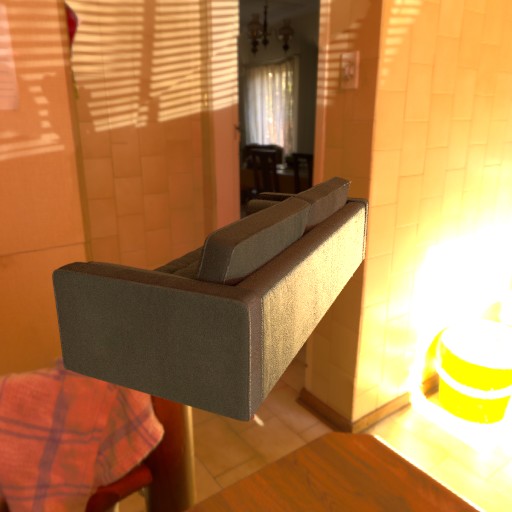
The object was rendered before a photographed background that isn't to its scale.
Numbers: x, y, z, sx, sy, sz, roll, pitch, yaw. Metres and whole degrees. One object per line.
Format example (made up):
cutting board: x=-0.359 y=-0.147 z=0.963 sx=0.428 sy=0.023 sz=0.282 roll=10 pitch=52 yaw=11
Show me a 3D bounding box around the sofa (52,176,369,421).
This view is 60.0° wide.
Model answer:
sofa: x=0.000 y=0.000 z=2.643 sx=0.918 sy=0.769 sz=2.199 roll=7 pitch=19 yaw=23
